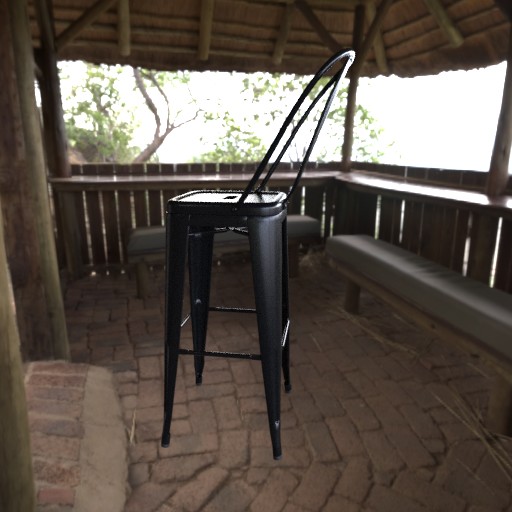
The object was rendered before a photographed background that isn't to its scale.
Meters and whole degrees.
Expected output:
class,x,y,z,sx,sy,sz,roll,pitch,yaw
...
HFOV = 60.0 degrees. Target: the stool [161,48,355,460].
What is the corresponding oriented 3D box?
class,x,y,z,sx,sy,sz,roll,pitch,yaw
stool,0.000,0.000,1.312,0.513,1.096,0.399,2,14,9
